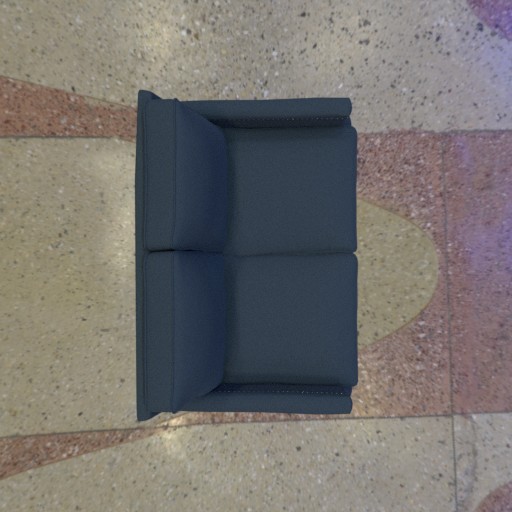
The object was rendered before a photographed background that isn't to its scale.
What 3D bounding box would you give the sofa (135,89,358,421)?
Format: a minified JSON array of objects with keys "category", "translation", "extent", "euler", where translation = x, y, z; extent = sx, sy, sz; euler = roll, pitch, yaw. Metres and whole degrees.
[{"category":"sofa","translation":[0.000,0.000,2.339],"extent":[1.084,1.003,1.597],"euler":[0,89,1]}]
